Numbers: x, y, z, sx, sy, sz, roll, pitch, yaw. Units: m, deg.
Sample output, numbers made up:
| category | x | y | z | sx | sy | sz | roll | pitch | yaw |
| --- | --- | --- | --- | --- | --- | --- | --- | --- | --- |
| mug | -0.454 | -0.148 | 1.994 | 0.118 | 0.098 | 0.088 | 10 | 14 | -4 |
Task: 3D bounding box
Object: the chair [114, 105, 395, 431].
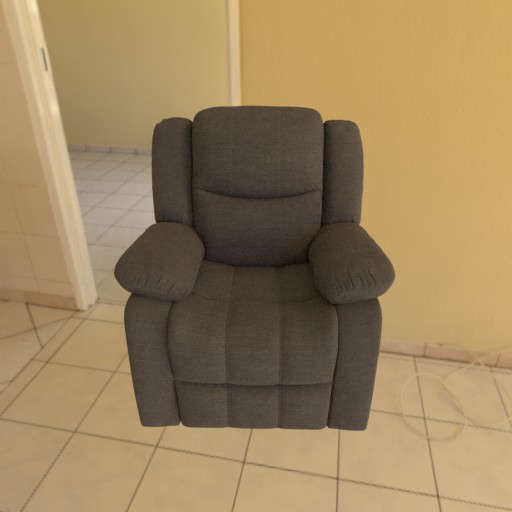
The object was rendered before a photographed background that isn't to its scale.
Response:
| category | x | y | z | sx | sy | sz | roll | pitch | yaw |
| --- | --- | --- | --- | --- | --- | --- | --- | --- | --- |
| chair | 0.000 | 0.000 | 1.718 | 0.899 | 1.008 | 0.944 | 1 | 29 | 1 |
